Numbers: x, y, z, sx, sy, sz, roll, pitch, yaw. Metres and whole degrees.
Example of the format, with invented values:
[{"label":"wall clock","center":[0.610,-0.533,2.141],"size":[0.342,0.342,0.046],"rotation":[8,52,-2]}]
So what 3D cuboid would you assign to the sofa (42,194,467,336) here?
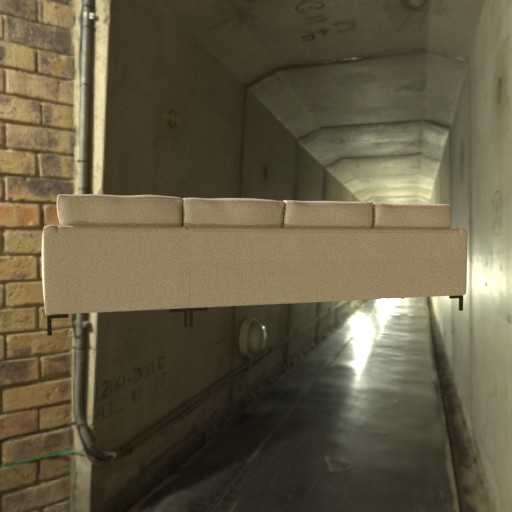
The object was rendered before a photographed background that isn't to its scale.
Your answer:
[{"label":"sofa","center":[0.000,0.000,2.917],"size":[2.445,0.677,1.126],"rotation":[-1,2,-18]}]
